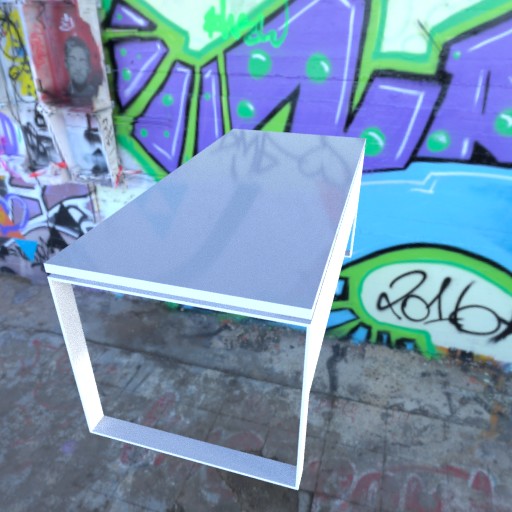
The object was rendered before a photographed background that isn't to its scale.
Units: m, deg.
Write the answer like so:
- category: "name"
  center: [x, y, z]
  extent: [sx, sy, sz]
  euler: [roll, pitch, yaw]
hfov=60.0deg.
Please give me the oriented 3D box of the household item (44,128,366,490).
- category: "household item"
  center: [0.000, 0.000, 2.100]
  extent: [0.800, 0.745, 1.700]
  euler: [8, 31, 14]
